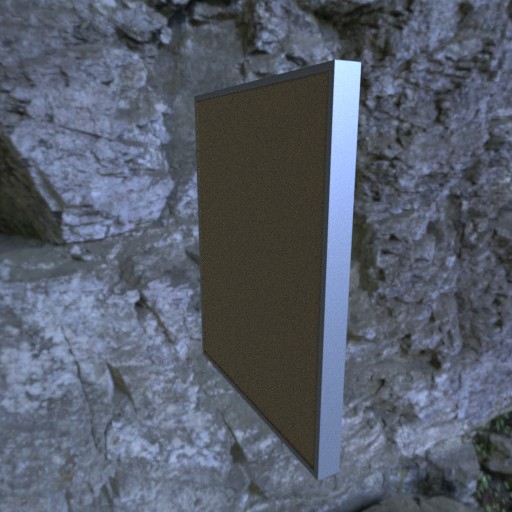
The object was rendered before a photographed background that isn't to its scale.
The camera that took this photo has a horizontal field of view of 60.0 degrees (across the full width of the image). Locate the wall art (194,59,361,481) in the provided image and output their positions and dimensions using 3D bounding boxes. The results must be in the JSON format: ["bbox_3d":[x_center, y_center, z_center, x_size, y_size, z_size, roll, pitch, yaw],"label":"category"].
[{"bbox_3d":[0.000,0.000,0.758,0.039,0.553,0.445,-7,16,-27],"label":"wall art"}]
